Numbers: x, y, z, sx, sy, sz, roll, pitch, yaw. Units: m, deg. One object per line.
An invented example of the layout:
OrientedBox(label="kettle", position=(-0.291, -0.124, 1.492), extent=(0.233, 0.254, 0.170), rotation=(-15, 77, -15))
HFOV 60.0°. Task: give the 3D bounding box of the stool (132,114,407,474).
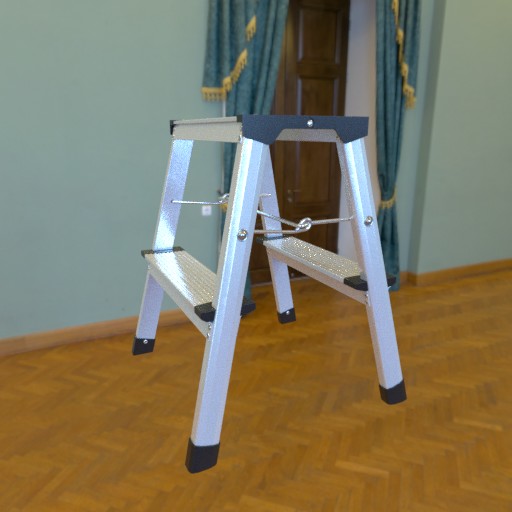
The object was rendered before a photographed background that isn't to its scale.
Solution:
OrientedBox(label="stool", position=(0.000, 0.000, 0.808), extent=(0.405, 0.480, 0.404), rotation=(-8, 17, -25))
